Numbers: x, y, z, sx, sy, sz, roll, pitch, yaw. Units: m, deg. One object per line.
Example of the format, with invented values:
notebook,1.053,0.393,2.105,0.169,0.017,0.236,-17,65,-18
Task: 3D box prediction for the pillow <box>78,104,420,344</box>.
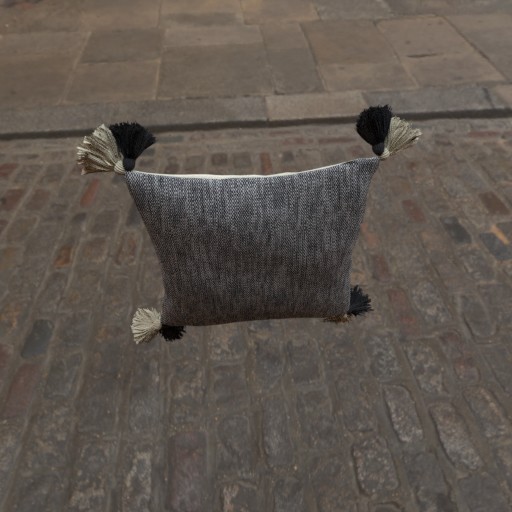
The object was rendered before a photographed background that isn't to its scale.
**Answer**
pillow,0.000,0.000,0.981,0.654,0.659,0.170,-4,47,-4
